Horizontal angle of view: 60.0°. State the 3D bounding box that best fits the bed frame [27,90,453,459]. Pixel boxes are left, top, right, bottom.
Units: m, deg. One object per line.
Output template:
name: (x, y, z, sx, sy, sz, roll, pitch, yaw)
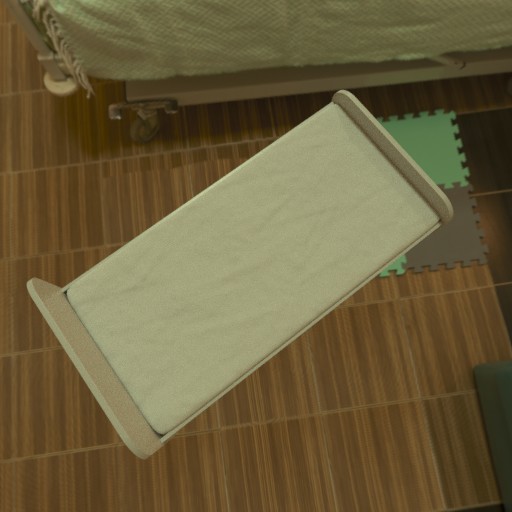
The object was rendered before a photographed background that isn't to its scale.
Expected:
bed frame: (0.000, 0.000, 2.451, 1.963, 0.805, 0.998, -36, 79, -8)
